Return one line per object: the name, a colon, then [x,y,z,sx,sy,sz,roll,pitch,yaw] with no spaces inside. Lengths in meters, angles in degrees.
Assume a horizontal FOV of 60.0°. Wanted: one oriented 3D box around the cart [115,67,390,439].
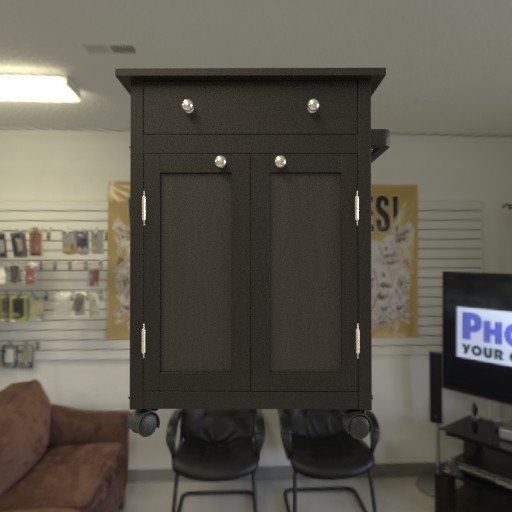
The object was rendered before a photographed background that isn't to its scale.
cart: [0.000,0.000,1.262,0.660,0.879,0.456,0,-1,0]
